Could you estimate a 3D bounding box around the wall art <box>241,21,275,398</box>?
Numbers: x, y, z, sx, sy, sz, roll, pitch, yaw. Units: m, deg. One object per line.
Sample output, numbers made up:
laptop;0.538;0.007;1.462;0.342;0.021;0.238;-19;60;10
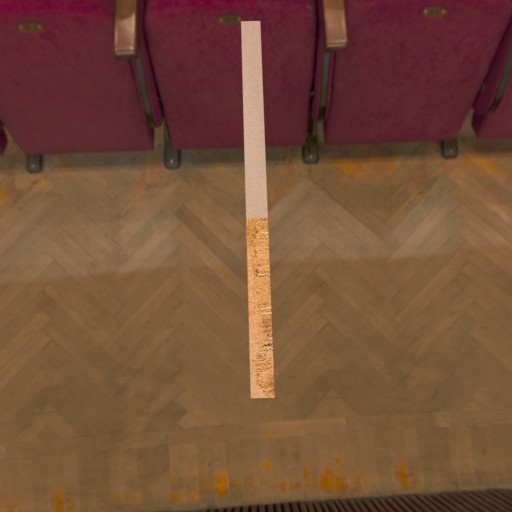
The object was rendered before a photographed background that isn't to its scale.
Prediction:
wall art;0.000;0.000;0.803;0.026;0.613;0.458;-2;75;0
